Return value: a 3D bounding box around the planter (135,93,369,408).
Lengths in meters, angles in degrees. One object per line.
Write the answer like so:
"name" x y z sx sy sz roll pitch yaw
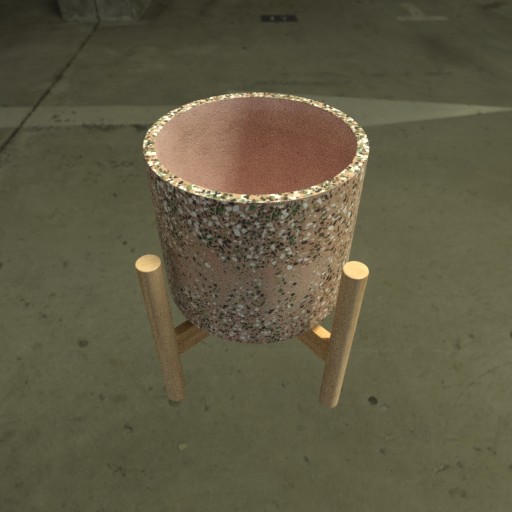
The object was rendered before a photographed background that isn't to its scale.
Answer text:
"planter" 0.000 0.000 0.549 0.284 0.320 0.284 -14 44 -14
